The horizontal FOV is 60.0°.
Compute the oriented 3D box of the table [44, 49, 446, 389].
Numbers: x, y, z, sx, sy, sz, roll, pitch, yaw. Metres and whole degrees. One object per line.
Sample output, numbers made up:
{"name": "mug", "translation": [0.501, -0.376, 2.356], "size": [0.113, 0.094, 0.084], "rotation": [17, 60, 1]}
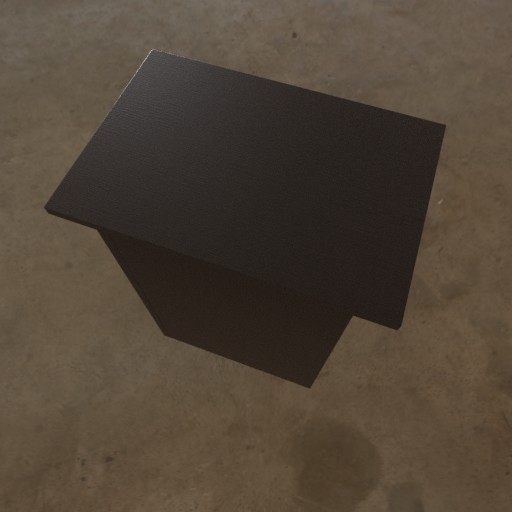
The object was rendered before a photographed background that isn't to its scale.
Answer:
{"name": "table", "translation": [0.000, 0.000, 1.081], "size": [0.589, 0.711, 0.408], "rotation": [18, 65, 9]}
